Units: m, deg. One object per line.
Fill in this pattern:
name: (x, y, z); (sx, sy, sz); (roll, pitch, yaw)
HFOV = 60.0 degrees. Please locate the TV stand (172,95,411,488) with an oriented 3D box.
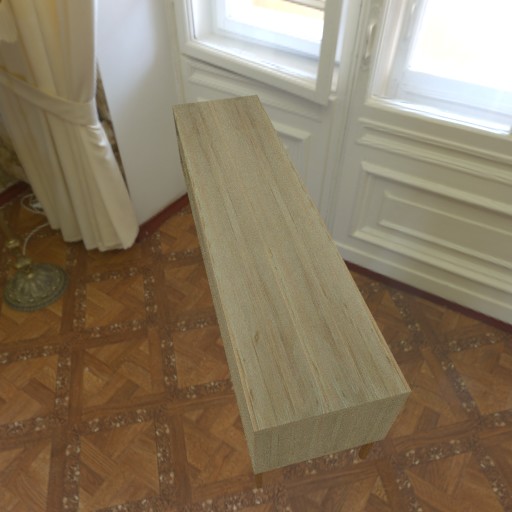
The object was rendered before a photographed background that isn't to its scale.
TV stand: (0.000, 0.000, 1.834); (0.420, 0.550, 1.600); (-11, 49, -10)
